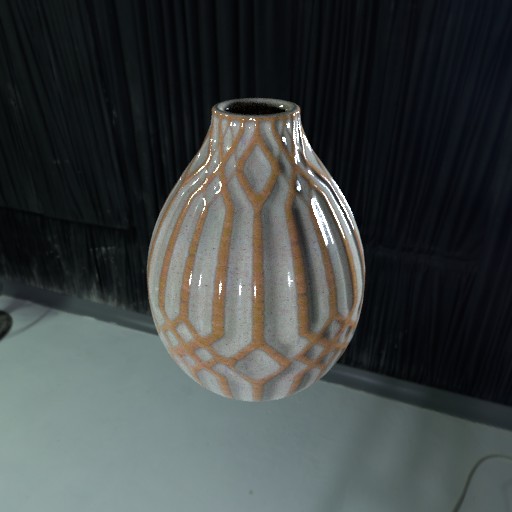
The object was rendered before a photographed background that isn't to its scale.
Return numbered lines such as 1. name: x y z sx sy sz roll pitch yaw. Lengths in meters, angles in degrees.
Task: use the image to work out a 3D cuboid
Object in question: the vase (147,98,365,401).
1. vase: 0.000 0.000 0.267 0.131 0.175 0.131 0 31 0
